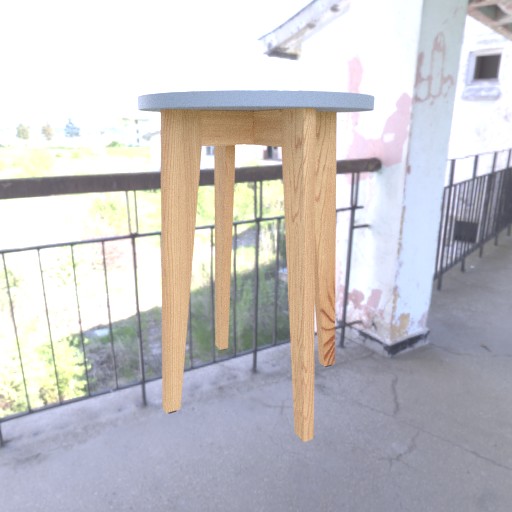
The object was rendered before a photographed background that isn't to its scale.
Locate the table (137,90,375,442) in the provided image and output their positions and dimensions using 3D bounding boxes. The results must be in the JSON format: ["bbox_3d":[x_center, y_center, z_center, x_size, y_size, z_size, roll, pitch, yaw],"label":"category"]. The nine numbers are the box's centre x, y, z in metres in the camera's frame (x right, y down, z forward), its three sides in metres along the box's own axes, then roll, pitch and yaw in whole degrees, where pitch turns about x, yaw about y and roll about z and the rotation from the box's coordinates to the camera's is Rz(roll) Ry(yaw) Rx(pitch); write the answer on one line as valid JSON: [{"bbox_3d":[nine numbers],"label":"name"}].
[{"bbox_3d":[0.000,0.000,0.746,0.350,0.500,0.350,0,17,0],"label":"table"}]
